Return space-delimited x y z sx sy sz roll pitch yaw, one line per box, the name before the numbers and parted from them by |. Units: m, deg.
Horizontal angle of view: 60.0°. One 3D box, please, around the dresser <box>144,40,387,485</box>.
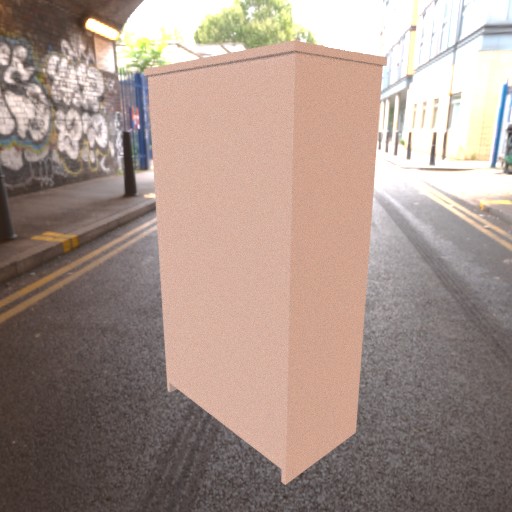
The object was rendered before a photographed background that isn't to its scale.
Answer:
dresser | 0.000 0.000 1.566 0.399 1.255 0.704 -14 21 -40
